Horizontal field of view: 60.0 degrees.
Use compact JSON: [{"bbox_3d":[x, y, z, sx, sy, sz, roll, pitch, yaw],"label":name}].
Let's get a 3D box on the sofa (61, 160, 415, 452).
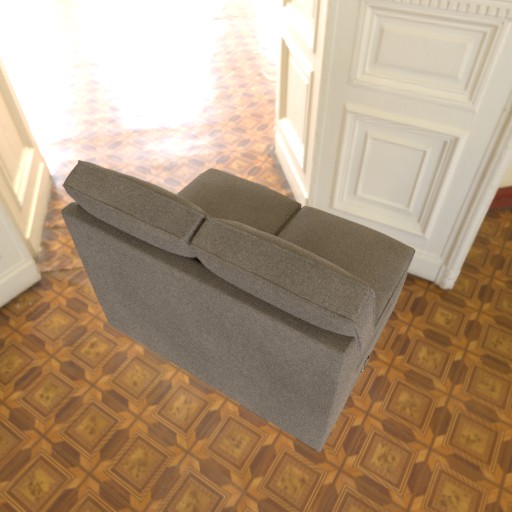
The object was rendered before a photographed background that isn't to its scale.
[{"bbox_3d":[0.000,0.000,2.022,1.237,1.008,0.951,24,51,22],"label":"sofa"}]
